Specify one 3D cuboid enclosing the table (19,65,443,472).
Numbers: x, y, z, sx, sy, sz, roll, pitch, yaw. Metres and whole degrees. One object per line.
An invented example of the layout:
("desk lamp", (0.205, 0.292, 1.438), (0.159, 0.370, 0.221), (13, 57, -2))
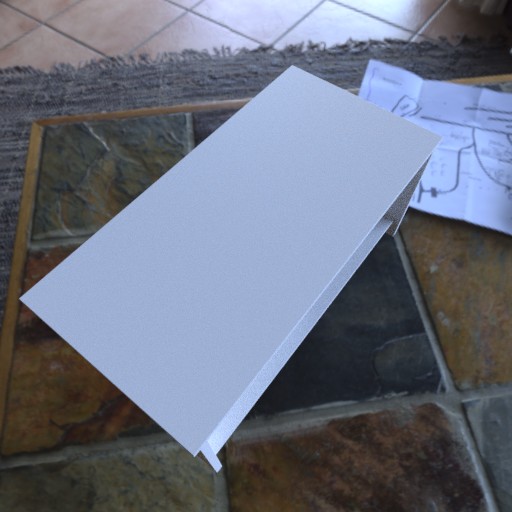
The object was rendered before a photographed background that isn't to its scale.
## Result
("table", (0.000, 0.000, 1.255), (0.500, 0.441, 1.000), (34, 64, 19))
